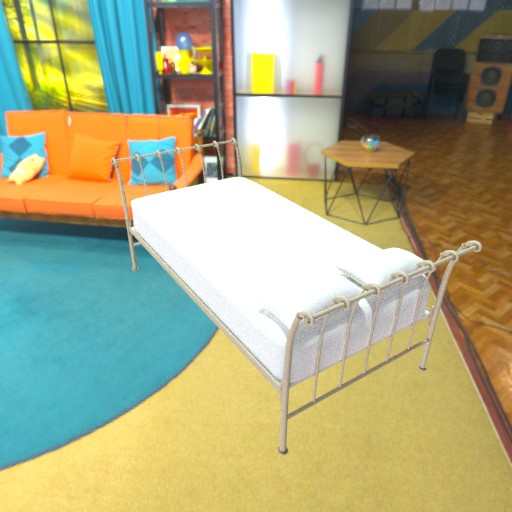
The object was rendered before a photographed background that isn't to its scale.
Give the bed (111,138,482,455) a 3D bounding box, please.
[{"bbox_3d":[0.000,0.000,2.785,1.032,0.873,2.228,-18,34,-29],"label":"bed"}]
